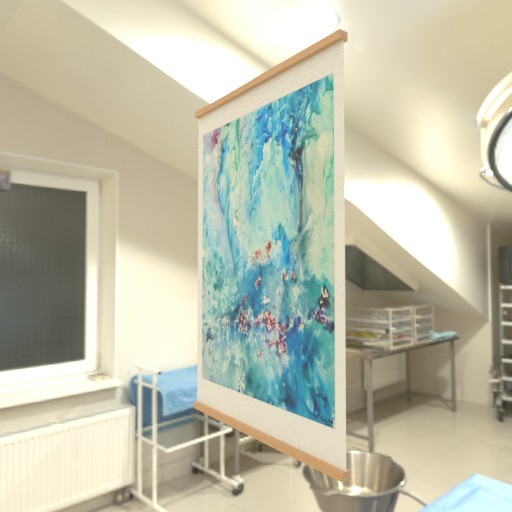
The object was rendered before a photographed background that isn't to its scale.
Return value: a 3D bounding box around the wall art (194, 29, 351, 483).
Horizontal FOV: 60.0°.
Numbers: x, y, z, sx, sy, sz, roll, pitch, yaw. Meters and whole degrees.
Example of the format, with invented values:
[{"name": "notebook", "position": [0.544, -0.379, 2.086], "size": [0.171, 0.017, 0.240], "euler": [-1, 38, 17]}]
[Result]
[{"name": "wall art", "position": [0.000, 0.000, 0.636], "size": [0.013, 0.510, 0.335], "euler": [1, -2, -37]}]
